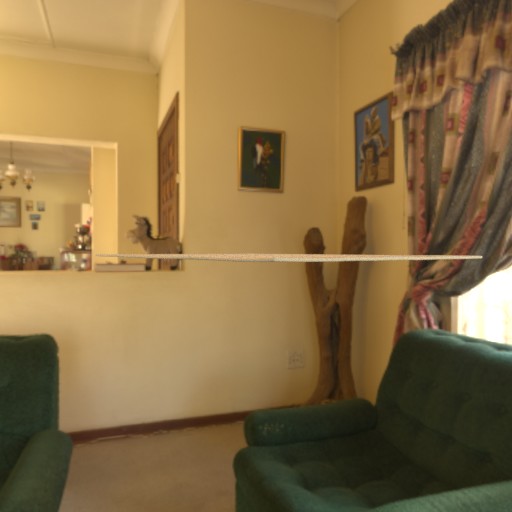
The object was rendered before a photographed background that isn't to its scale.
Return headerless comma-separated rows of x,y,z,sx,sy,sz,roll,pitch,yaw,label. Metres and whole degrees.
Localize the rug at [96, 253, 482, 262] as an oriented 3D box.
0.000,0.000,3.176,1.575,0.023,2.459,0,1,-35,rug
